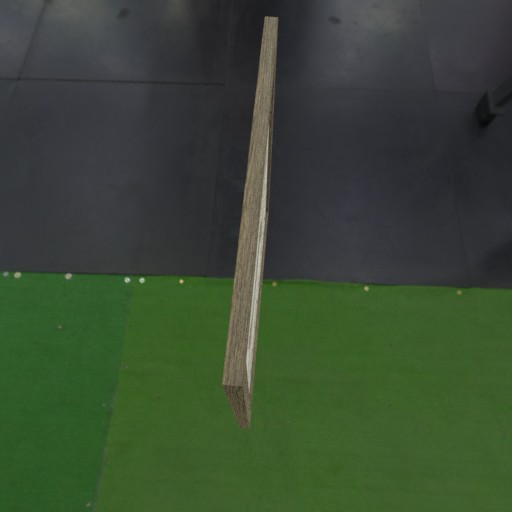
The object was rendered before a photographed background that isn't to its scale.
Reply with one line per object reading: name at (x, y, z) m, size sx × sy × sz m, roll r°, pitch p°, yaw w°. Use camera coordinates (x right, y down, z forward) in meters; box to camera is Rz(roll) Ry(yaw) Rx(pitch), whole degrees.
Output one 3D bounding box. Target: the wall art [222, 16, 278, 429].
wall art at (0.000, 0.000, 0.746) m, size 0.019 × 0.508 × 0.508 m, roll 4°, pitch 65°, yaw 2°
